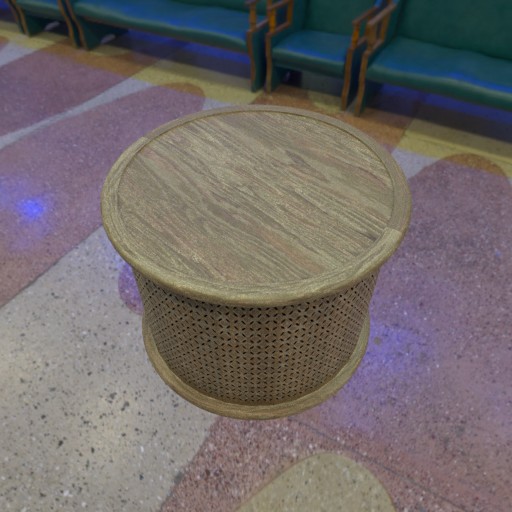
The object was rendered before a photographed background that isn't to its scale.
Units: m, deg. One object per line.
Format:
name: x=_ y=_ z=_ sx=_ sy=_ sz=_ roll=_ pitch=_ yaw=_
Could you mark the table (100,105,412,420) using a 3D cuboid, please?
table: x=0.000 y=0.000 z=1.043 sx=0.607 sy=0.450 sz=0.607 roll=0 pitch=47 yaw=0
